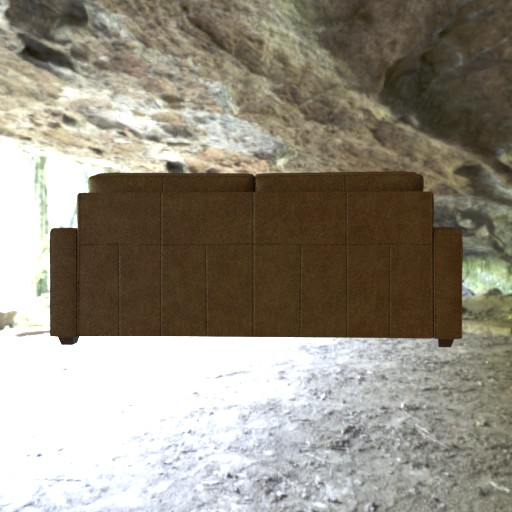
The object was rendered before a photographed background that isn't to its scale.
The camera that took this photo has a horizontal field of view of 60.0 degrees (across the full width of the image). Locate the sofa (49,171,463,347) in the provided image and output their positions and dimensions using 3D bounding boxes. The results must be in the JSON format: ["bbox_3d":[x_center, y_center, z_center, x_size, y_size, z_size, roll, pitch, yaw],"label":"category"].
[{"bbox_3d":[0.000,0.000,2.732,2.156,0.928,0.991,0,0,1],"label":"sofa"}]
